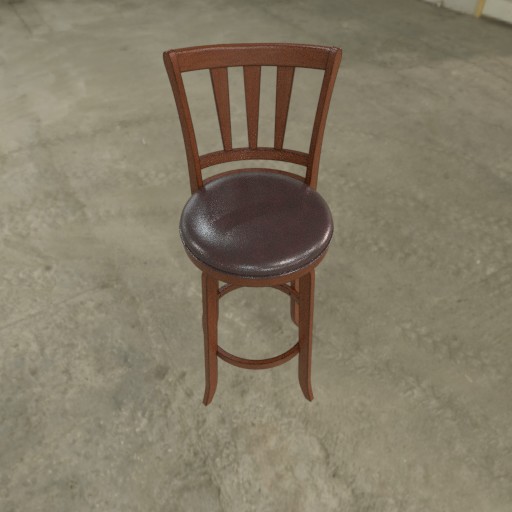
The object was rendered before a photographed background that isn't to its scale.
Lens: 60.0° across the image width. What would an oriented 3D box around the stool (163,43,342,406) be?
[{"bbox_3d":[0.000,0.000,1.436,0.464,1.177,0.503,-2,45,-2],"label":"stool"}]
